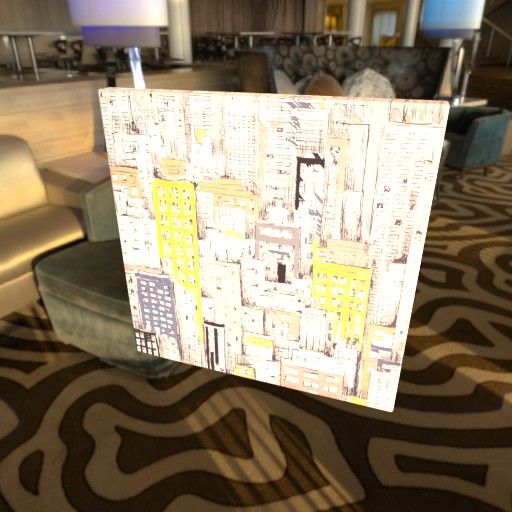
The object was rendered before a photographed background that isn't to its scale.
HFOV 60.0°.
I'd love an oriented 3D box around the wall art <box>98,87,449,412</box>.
[{"bbox_3d":[0.000,0.000,0.881,0.607,0.608,0.038,9,28,17],"label":"wall art"}]
